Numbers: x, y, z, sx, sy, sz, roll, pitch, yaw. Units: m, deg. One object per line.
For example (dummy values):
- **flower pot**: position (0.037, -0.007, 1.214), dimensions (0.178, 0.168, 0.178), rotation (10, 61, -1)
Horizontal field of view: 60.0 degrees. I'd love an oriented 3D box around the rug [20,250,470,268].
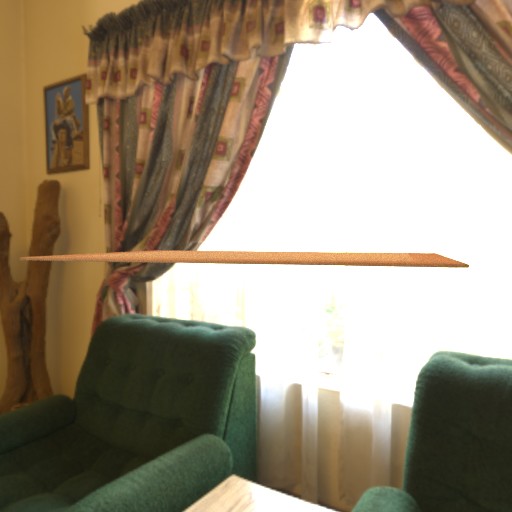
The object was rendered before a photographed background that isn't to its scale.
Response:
- **rug**: position (0.000, 0.000, 2.289), dimensions (1.829, 0.014, 1.219), rotation (1, 2, 17)
